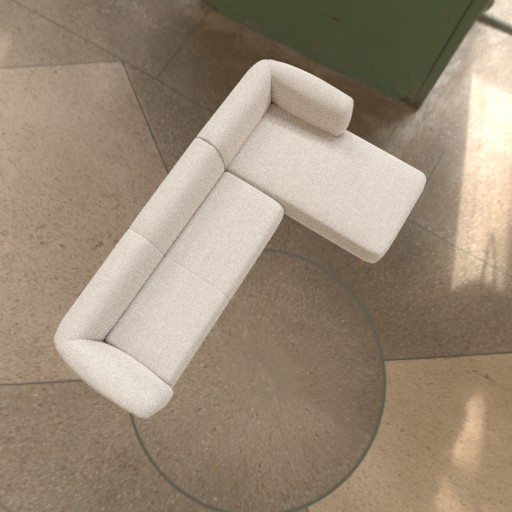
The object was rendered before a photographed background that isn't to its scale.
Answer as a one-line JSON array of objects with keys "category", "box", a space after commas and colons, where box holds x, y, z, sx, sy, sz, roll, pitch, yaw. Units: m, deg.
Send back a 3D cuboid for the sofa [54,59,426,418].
[{"category": "sofa", "box": [0.000, 0.000, 3.275, 1.610, 0.730, 2.660, 32, 77, 8]}]
